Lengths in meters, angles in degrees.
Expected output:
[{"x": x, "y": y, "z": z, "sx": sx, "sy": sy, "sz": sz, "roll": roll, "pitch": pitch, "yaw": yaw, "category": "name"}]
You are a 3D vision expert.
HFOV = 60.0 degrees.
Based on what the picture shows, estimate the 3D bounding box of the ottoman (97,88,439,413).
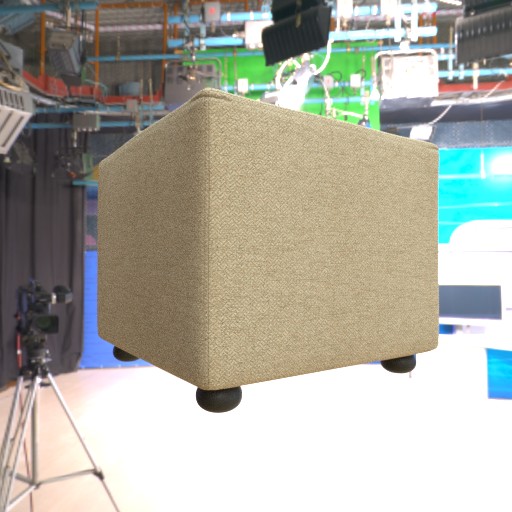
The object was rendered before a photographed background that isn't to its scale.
[{"x": 0.000, "y": 0.000, "z": 0.880, "sx": 0.508, "sy": 0.432, "sz": 0.508, "roll": 1, "pitch": -1, "yaw": -34, "category": "ottoman"}]
